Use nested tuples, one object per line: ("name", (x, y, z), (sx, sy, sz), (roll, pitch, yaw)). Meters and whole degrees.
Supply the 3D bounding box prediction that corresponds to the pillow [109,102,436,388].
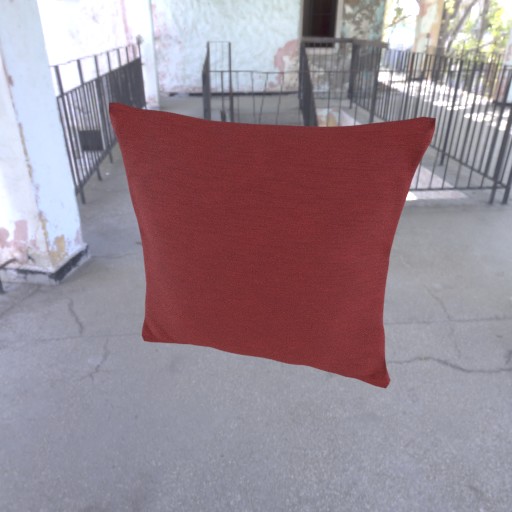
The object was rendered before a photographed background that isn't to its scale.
("pillow", (0.000, 0.000, 0.653), (0.435, 0.416, 0.151), (8, 28, 14))
